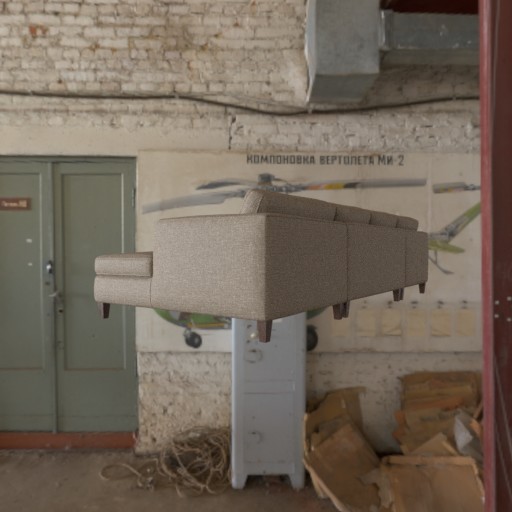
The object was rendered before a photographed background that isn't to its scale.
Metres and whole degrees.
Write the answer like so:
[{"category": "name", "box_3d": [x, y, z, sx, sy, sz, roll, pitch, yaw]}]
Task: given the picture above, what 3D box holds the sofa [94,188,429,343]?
[{"category": "sofa", "box_3d": [0.000, 0.000, 4.482, 2.551, 0.889, 3.403, 1, 1, 35]}]
